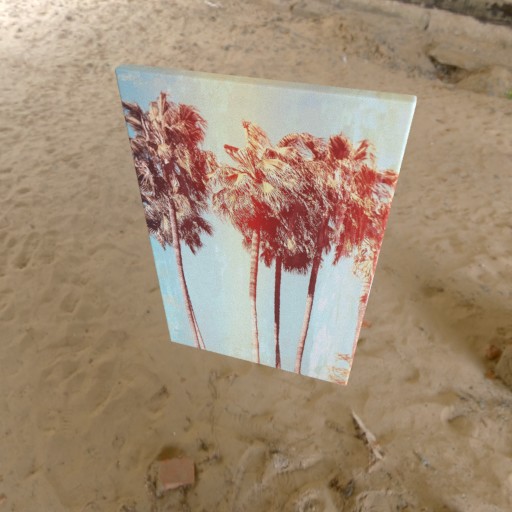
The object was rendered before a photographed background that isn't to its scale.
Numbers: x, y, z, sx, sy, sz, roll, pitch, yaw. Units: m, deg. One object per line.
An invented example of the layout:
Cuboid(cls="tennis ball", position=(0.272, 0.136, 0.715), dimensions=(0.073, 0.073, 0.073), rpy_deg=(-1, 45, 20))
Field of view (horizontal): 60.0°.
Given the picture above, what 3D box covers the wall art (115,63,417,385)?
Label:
Cuboid(cls="wall art", position=(0.000, 0.000, 1.168), dimensions=(0.605, 0.915, 0.037), rpy_deg=(11, 43, 12))
